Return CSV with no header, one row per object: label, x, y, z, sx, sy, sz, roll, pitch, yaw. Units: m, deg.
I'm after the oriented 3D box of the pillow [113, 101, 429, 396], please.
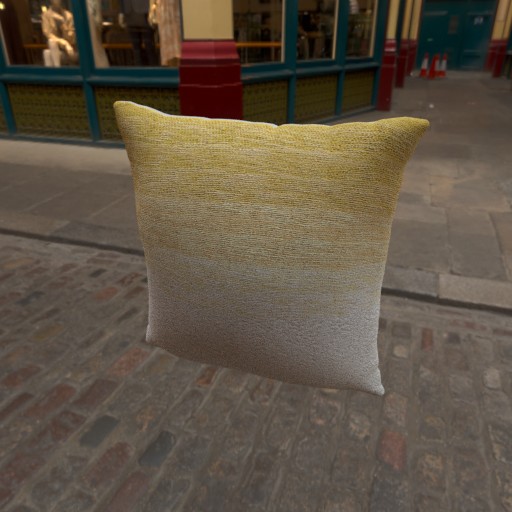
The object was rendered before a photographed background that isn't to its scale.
pillow,0.000,0.000,0.703,0.450,0.450,0.211,9,28,17
